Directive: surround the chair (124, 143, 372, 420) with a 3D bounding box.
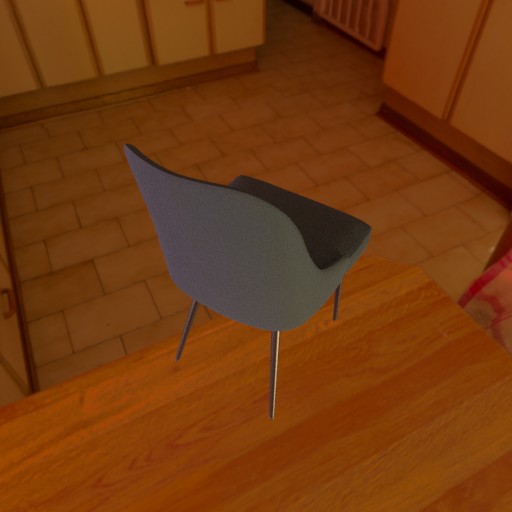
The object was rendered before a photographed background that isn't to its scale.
[{"bbox_3d":[0.000,0.000,1.220,0.478,0.896,0.559,25,51,22],"label":"chair"}]
